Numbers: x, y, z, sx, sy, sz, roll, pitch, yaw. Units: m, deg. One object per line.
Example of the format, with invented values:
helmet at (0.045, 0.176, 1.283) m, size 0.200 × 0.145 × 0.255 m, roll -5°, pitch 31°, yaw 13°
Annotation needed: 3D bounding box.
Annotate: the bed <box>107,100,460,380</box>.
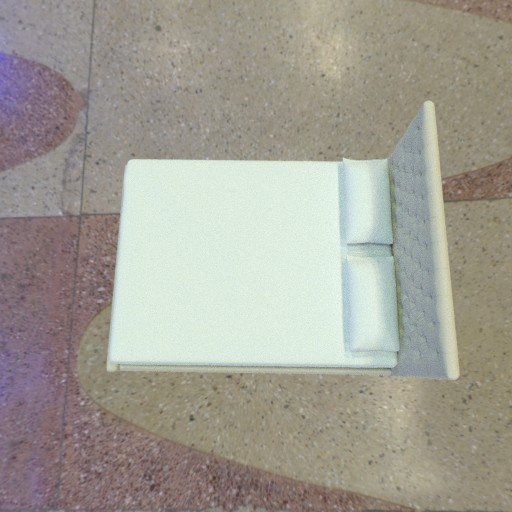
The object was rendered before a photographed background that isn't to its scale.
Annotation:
bed at (0.000, 0.000, 3.244) m, size 2.233 × 1.426 × 1.696 m, roll 1°, pitch 76°, yaw 0°
